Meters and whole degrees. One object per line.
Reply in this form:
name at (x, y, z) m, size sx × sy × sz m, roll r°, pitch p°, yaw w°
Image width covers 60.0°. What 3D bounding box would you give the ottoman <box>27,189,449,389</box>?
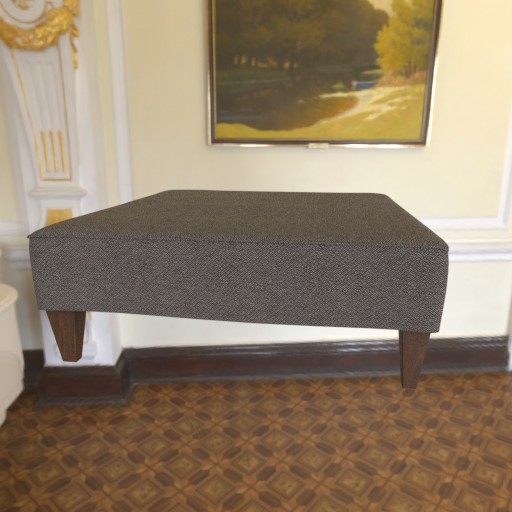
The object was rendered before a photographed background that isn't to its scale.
ottoman at (0.000, 0.000, 1.478) m, size 0.970 × 0.378 × 0.981 m, roll 2°, pitch 14°, yaw 9°
